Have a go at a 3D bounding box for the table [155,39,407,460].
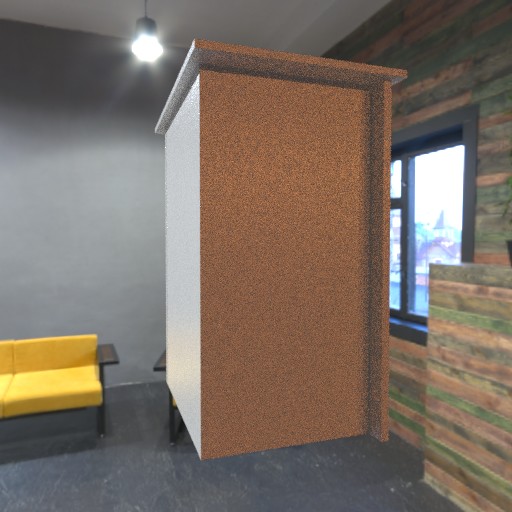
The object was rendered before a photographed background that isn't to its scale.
[{"bbox_3d":[0.000,0.000,1.058,0.406,0.711,0.589,-1,2,-19],"label":"table"}]
